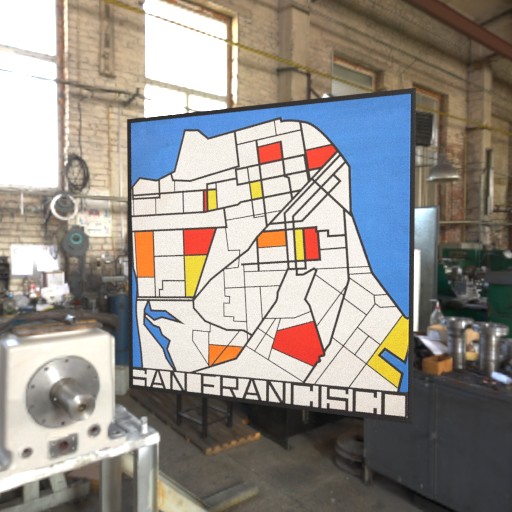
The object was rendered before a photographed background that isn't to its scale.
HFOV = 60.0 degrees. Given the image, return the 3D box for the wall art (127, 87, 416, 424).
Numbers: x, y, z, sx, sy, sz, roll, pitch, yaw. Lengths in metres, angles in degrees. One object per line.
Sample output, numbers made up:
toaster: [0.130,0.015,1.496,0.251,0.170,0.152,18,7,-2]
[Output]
wall art: [0.000,0.000,0.987,0.664,0.663,0.015,1,2,19]
